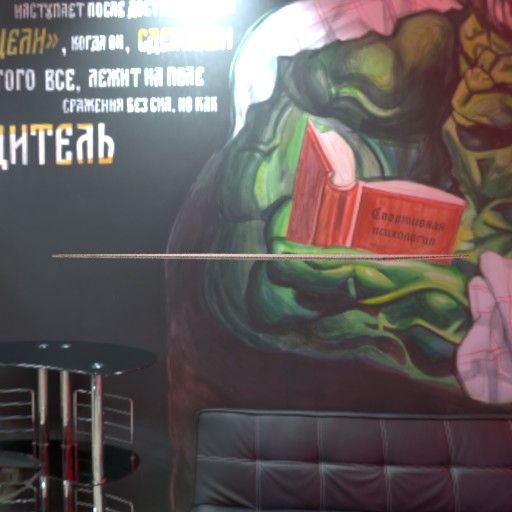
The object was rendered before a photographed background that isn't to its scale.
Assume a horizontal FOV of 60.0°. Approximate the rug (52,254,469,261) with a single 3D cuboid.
[{"bbox_3d":[0.000,0.000,2.912,2.280,0.015,1.521,0,1,36],"label":"rug"}]
